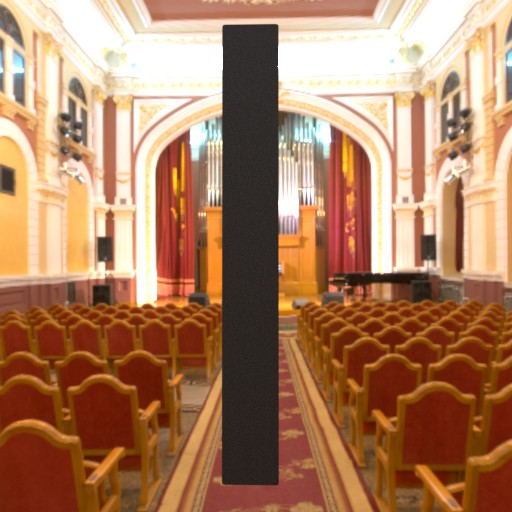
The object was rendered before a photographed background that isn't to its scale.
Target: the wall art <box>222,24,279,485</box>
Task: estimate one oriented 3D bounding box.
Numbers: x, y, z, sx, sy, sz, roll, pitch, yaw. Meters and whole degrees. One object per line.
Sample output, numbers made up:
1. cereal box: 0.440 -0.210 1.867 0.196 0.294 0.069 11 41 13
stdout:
1. wall art: 0.000 0.000 0.445 0.037 0.305 0.305 0 -1 1
